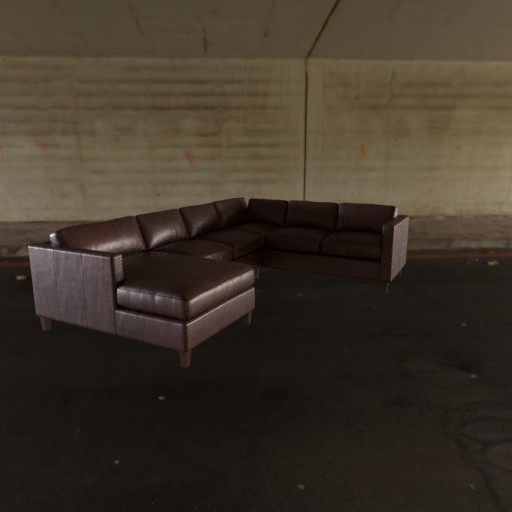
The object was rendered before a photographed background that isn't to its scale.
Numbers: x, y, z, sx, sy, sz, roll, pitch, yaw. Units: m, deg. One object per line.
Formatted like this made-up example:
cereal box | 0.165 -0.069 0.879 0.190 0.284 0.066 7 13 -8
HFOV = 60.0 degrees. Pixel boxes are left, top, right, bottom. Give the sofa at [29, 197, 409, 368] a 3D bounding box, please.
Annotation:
sofa | 0.000 0.000 4.532 2.452 0.891 3.324 7 14 27
